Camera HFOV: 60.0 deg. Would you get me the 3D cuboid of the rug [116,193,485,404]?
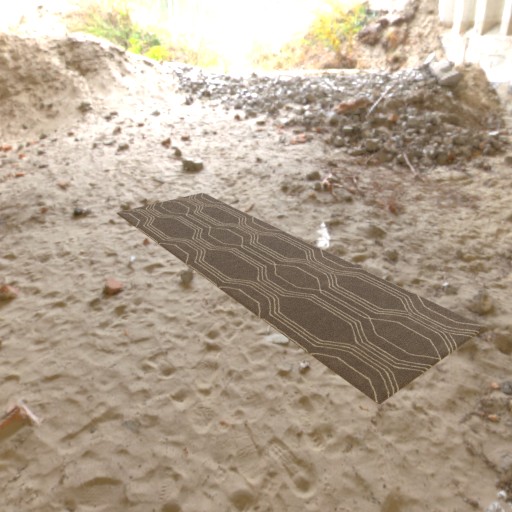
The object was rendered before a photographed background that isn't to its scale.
[{"bbox_3d":[0.000,0.000,2.703,0.773,0.012,2.464,-19,32,-33],"label":"rug"}]
